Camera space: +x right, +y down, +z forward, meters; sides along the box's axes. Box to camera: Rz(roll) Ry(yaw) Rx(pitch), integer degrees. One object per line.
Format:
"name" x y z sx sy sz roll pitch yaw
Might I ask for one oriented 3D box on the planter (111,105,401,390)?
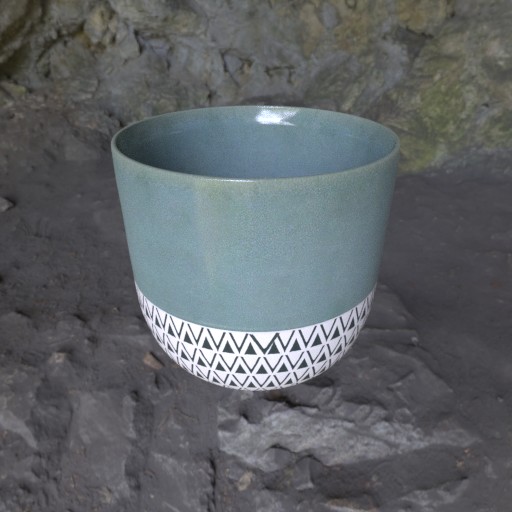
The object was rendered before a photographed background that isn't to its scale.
"planter" 0.000 0.000 0.487 0.266 0.270 0.266 0 29 0
